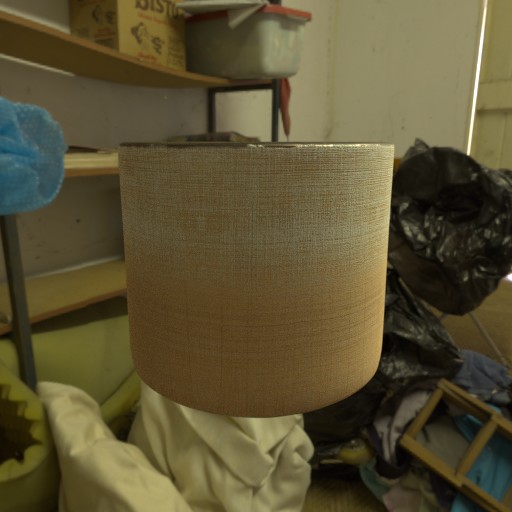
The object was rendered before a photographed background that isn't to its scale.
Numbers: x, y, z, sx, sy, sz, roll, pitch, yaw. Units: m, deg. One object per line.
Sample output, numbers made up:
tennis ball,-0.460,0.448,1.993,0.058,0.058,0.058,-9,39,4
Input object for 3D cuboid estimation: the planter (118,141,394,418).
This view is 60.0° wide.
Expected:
planter,0.000,0.000,0.443,0.254,0.221,0.254,0,15,0
